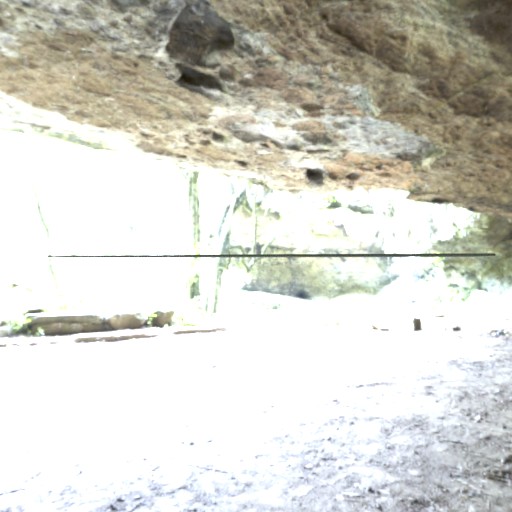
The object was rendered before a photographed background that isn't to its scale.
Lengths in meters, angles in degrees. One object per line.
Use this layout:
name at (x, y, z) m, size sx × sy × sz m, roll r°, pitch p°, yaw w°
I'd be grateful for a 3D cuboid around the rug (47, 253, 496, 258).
rug at (0.000, 0.000, 2.646) m, size 2.430 × 0.012 × 0.759 m, roll 0°, pitch -1°, yaw 19°
